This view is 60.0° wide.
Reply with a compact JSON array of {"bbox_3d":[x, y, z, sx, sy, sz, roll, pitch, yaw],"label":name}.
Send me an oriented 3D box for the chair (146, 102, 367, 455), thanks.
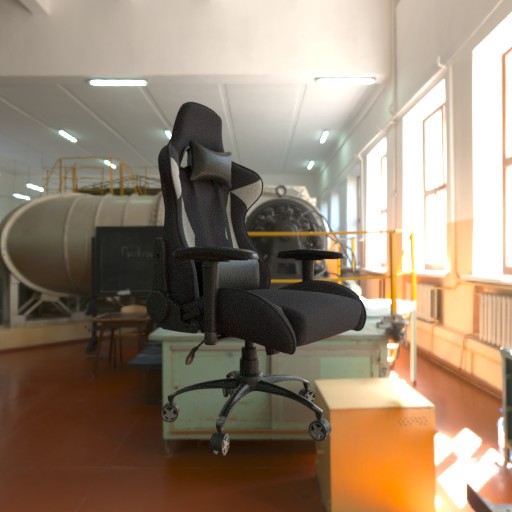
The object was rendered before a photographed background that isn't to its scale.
[{"bbox_3d":[0.000,0.000,1.736,0.695,1.300,0.730,0,0,35],"label":"chair"}]
